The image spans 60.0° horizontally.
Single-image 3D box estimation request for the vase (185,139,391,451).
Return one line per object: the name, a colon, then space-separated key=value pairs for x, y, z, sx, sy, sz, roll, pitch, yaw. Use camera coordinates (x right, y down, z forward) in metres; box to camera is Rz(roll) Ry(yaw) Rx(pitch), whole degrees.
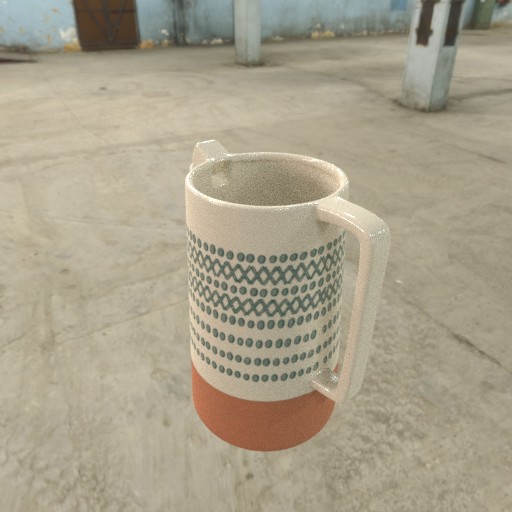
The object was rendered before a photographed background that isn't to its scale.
vase: x=0.000 y=0.000 z=0.459 sx=0.168 sy=0.247 sz=0.326 roll=0 pitch=30 yaw=0
